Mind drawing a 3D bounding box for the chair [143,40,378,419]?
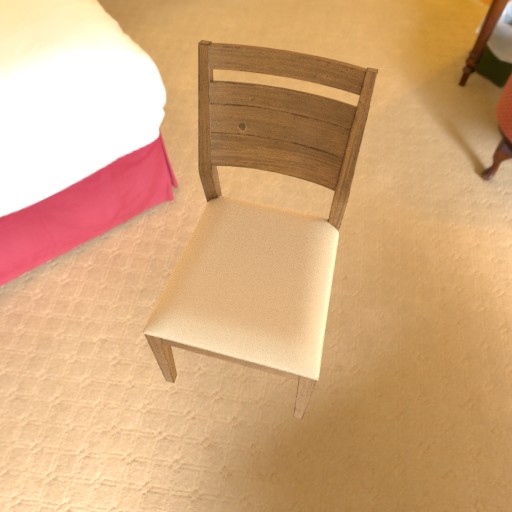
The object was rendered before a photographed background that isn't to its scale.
[{"bbox_3d":[0.000,0.000,1.288,0.497,0.939,0.610,13,59,8],"label":"chair"}]
